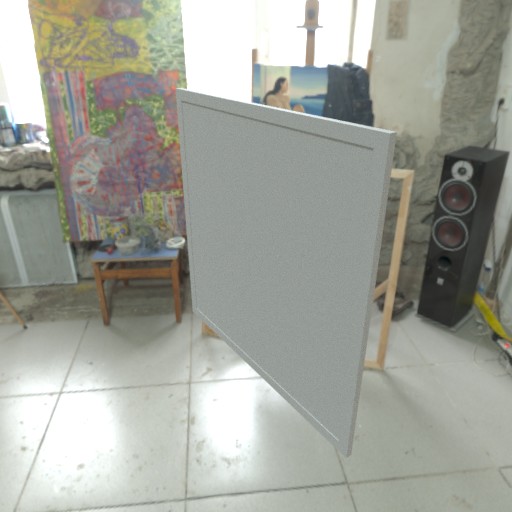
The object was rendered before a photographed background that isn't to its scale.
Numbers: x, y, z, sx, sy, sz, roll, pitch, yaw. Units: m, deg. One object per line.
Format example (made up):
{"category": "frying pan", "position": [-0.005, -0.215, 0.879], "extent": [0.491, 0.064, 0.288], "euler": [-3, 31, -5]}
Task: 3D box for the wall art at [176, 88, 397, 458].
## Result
{"category": "wall art", "position": [0.000, 0.000, 1.009], "extent": [0.015, 0.660, 0.660], "euler": [-18, 32, -31]}
